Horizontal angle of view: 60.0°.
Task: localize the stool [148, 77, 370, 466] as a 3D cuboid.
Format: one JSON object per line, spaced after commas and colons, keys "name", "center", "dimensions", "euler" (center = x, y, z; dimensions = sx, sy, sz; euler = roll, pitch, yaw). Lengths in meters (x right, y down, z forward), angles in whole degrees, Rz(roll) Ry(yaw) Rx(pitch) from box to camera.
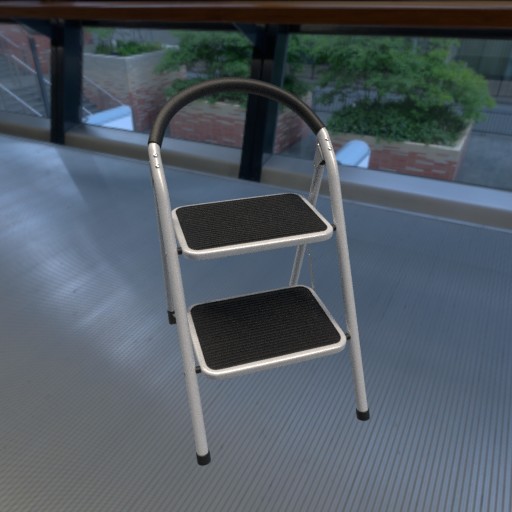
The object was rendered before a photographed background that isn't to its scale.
{"name": "stool", "center": [0.000, 0.000, 1.110], "dimensions": [0.453, 0.760, 0.559], "euler": [-9, 33, -15]}
